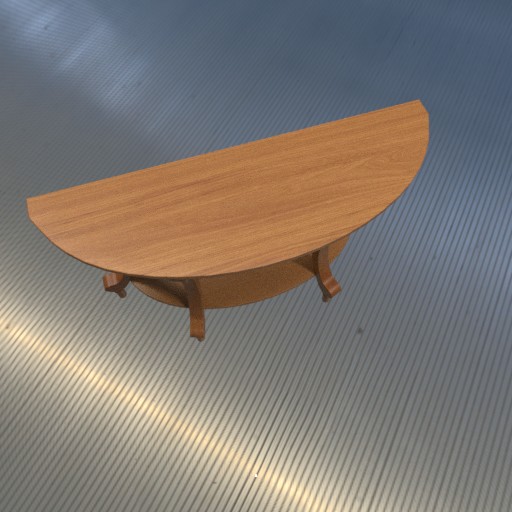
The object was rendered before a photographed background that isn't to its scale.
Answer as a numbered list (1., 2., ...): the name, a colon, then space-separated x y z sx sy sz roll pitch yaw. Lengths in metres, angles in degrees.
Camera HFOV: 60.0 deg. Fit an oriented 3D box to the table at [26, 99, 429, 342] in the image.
1. table: 0.000 0.000 1.523 1.198 0.692 0.394 -16 65 -8
